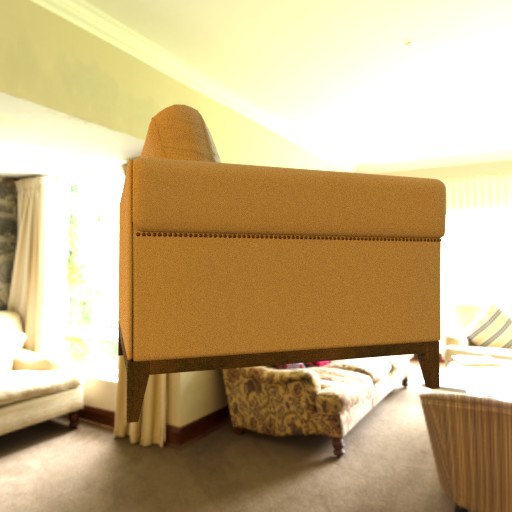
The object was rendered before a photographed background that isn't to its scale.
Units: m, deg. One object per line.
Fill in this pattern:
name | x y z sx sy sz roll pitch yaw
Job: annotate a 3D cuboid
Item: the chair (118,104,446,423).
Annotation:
chair | 0.000 0.000 1.655 0.959 0.838 0.914 0 -1 -19
